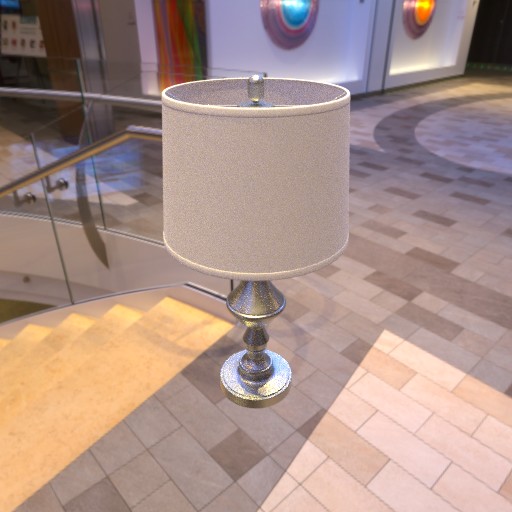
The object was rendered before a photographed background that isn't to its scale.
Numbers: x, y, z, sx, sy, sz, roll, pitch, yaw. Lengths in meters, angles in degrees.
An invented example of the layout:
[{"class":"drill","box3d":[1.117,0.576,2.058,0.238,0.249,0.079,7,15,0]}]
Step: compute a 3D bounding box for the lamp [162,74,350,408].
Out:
[{"class":"lamp","box3d":[0.000,0.000,0.960,0.383,0.733,0.383,0,29,0]}]
